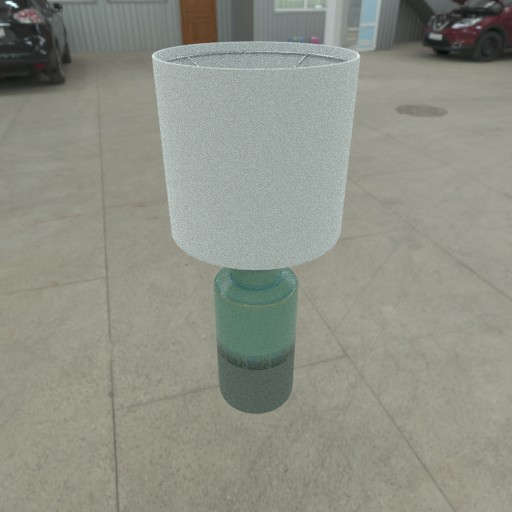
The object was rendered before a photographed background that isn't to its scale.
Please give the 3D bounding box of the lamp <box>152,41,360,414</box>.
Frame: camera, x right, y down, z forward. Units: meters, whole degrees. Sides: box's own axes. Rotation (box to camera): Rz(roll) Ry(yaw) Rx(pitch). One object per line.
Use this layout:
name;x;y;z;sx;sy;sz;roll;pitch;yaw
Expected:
lamp;0.000;0.000;0.587;0.212;0.493;0.212;22;37;31
